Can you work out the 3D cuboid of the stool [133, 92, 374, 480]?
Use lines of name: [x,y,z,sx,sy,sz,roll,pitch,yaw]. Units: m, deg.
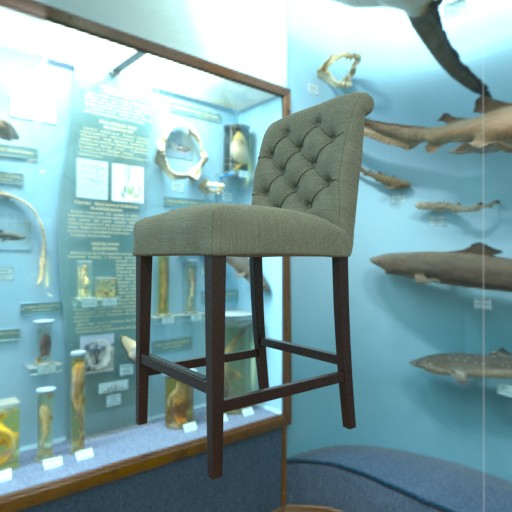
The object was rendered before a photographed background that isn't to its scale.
stool: [0.000,0.000,1.446,0.660,1.084,0.486,0,0,-38]
